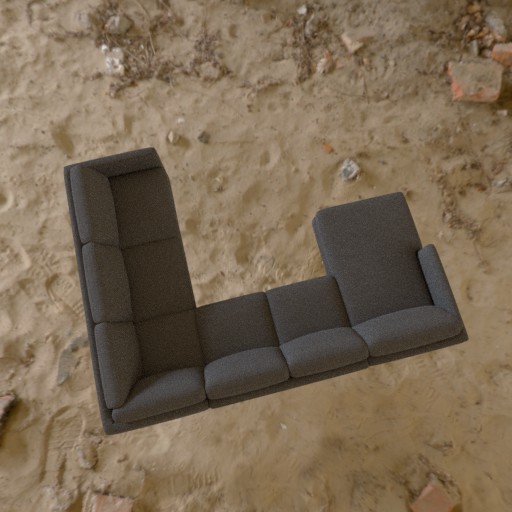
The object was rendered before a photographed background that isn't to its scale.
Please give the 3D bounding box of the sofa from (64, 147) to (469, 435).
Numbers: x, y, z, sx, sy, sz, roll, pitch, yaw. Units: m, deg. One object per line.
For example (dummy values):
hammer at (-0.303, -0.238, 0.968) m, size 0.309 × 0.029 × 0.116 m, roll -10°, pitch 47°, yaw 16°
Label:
sofa at (0.000, 0.000, 4.315) m, size 3.238 × 0.853 × 2.551 m, roll -14°, pitch 76°, yaw -4°
